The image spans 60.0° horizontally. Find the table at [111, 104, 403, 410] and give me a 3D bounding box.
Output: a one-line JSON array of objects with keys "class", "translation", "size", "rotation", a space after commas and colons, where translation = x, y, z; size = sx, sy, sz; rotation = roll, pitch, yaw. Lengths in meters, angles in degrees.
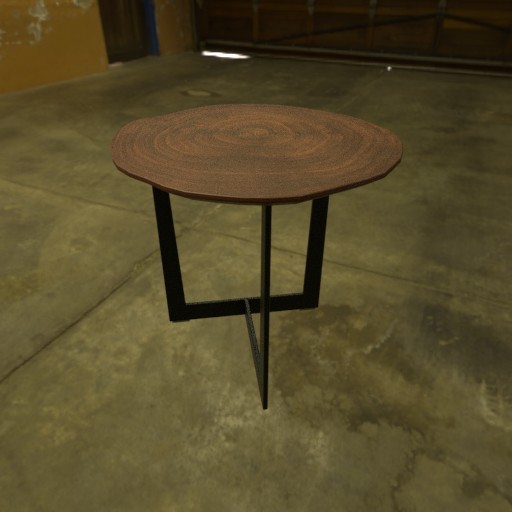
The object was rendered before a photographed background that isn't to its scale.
[{"class": "table", "translation": [0.000, 0.000, 0.881], "size": [0.477, 0.476, 0.494], "rotation": [-10, 33, -16]}]
